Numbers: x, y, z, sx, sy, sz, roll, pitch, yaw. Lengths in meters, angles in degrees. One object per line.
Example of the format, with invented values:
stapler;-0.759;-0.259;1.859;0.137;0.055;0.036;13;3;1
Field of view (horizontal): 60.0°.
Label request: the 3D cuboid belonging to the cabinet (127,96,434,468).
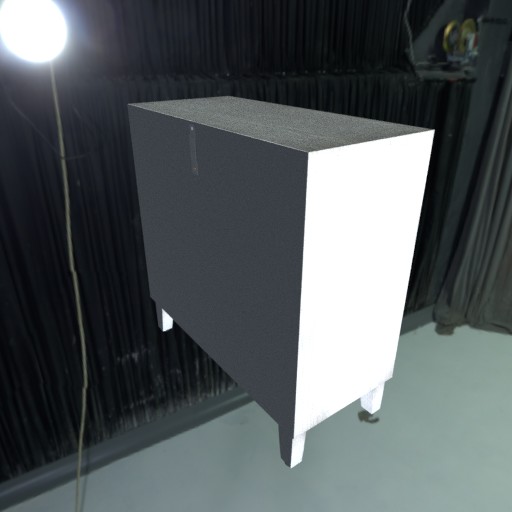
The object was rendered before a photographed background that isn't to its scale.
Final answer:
cabinet;0.000;0.000;1.281;0.370;0.787;0.781;-18;31;-32
